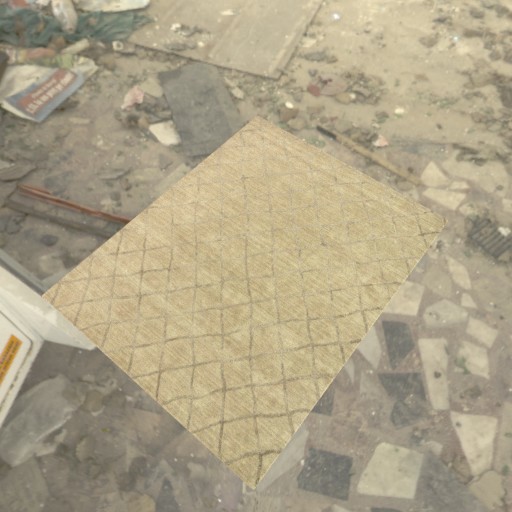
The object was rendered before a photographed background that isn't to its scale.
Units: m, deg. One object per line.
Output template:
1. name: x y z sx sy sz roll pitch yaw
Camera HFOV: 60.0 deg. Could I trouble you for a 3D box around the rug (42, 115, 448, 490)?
1. rug: 0.000 0.000 4.145 2.420 0.019 3.038 34 64 20
